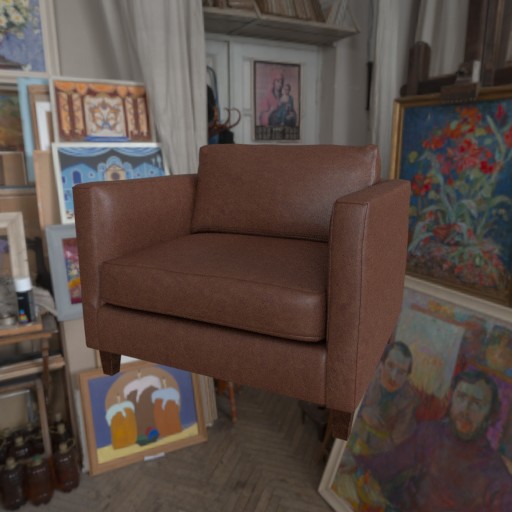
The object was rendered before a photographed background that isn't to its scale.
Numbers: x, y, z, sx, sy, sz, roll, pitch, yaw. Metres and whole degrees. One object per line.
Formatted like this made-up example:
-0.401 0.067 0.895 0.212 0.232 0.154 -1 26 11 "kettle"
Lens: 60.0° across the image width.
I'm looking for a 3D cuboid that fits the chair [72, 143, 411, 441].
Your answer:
0.000 0.000 1.844 1.107 0.917 0.959 6 15 25 "chair"
